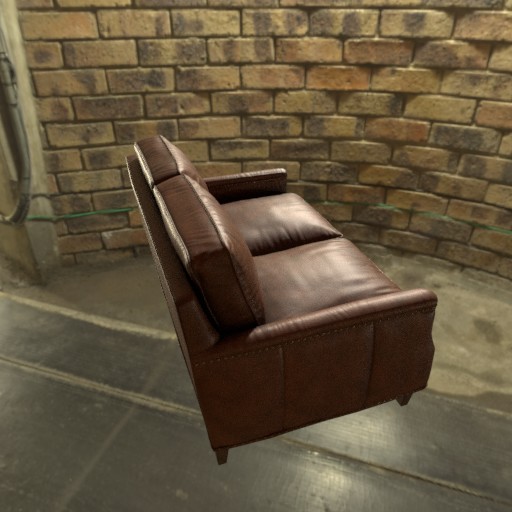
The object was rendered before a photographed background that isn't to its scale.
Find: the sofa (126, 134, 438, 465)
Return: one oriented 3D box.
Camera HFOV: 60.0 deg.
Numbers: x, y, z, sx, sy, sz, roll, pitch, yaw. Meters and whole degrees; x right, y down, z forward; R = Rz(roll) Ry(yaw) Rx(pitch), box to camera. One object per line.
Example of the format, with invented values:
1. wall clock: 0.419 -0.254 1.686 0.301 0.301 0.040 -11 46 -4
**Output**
1. sofa: 0.000 0.000 2.280 1.083 1.003 1.628 -11 33 -17
